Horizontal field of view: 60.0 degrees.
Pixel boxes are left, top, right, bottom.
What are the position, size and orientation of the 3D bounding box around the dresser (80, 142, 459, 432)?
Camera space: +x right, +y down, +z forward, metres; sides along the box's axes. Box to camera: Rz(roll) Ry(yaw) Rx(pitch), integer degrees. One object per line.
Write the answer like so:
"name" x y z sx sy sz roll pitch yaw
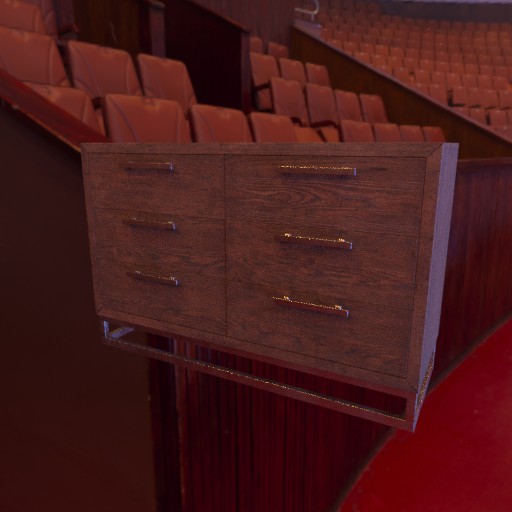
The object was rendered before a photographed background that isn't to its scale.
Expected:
"dresser" 0.000 0.000 2.147 1.646 1.061 0.623 8 16 27
